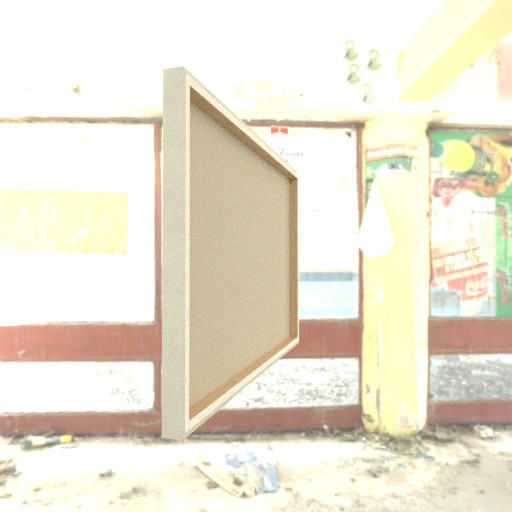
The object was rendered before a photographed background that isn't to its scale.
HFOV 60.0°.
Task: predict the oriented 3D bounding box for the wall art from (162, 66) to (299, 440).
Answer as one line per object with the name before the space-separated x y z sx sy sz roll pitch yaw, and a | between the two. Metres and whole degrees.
wall art | 0.000 0.000 1.163 0.038 0.610 0.915 0 -1 17
